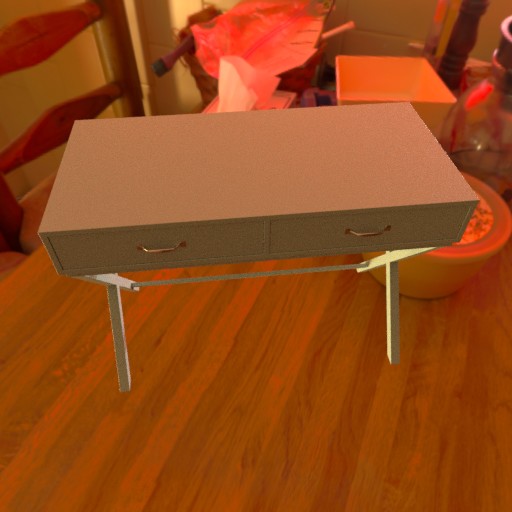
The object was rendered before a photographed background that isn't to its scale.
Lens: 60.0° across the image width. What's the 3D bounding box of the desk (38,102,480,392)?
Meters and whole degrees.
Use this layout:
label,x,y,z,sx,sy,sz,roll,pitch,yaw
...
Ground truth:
label,x,y,z,sx,sy,sz,roll,pitch,yaw
desk,0.000,0.000,1.500,1.057,0.780,0.525,-5,46,-4
